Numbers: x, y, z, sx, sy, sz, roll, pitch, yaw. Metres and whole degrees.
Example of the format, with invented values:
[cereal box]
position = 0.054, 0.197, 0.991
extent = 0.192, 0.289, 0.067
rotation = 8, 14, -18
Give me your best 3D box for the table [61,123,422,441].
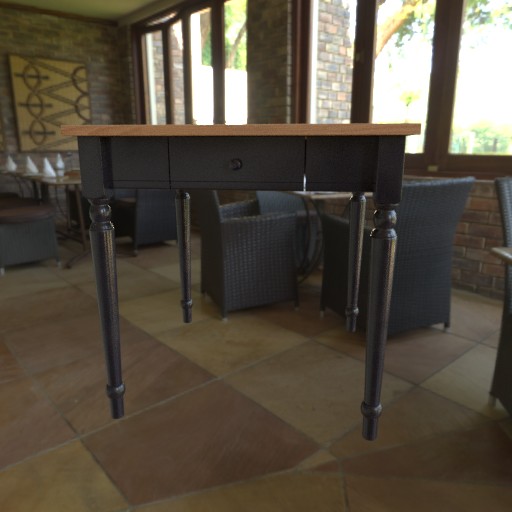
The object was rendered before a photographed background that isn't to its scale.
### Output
[table]
position = 0.000, 0.000, 1.351
extent = 0.747, 0.738, 0.747
rotation = 2, 14, 8
